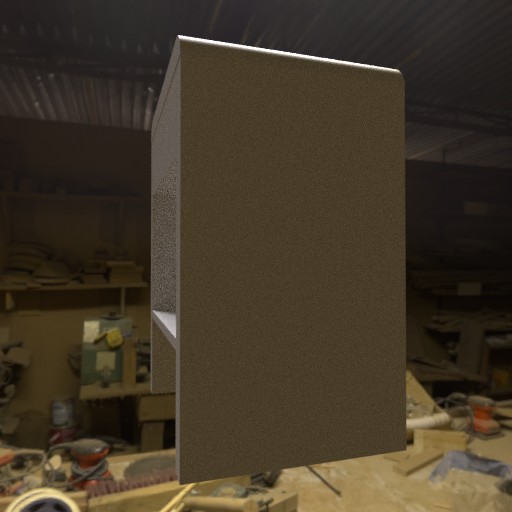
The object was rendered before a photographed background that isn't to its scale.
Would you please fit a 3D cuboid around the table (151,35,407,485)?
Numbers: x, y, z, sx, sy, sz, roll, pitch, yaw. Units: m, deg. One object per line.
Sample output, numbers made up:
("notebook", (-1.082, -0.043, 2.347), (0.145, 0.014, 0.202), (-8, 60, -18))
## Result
("table", (0.000, 0.000, 0.834), (0.350, 0.590, 0.450), (0, -1, -18))
